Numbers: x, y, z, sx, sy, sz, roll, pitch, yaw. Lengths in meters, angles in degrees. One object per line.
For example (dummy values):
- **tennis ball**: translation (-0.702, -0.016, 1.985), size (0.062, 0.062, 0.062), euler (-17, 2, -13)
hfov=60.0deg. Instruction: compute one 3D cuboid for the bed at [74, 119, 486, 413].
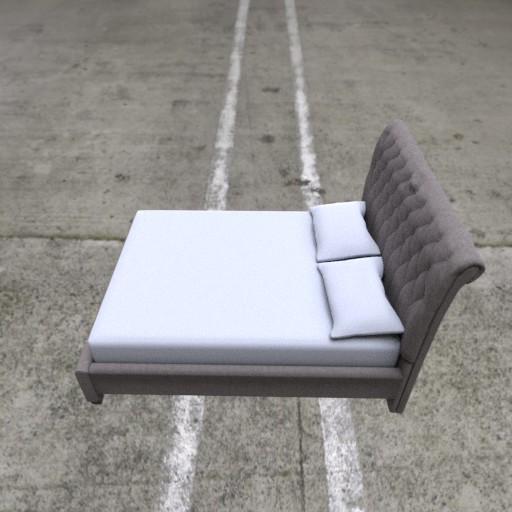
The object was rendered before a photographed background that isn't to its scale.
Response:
- **bed**: translation (0.000, 0.000, 3.184), size (2.252, 1.371, 1.645), euler (1, 41, 1)
